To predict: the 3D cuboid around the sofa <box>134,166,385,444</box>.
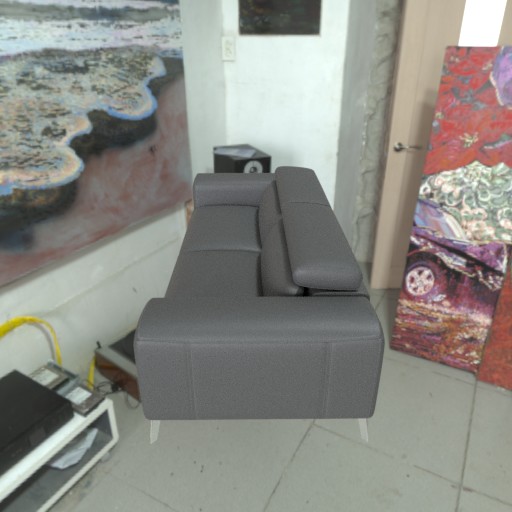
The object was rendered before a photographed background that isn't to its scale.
[{"bbox_3d":[0.000,0.000,2.846,1.023,0.759,2.321,0,26,-1],"label":"sofa"}]
